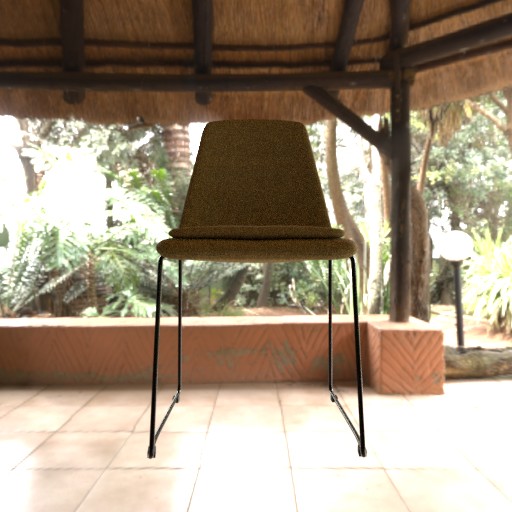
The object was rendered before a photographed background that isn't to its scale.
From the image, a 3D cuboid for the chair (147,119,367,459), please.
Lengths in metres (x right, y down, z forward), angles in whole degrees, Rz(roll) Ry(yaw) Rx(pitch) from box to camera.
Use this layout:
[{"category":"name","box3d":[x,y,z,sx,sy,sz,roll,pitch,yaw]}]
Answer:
[{"category":"chair","box3d":[0.000,0.000,1.144,0.479,0.849,0.496,0,0,-1]}]
